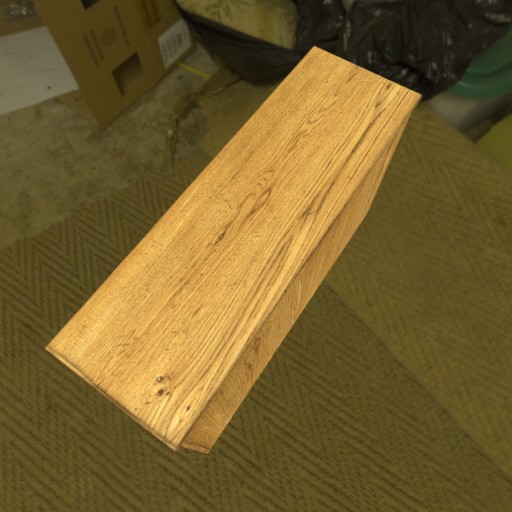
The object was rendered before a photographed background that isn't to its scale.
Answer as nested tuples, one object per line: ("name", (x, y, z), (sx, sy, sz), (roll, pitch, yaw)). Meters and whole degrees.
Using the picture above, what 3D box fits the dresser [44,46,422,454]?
("dresser", (0.000, 0.000, 2.052), (0.563, 0.932, 1.657), (31, 68, 14))
